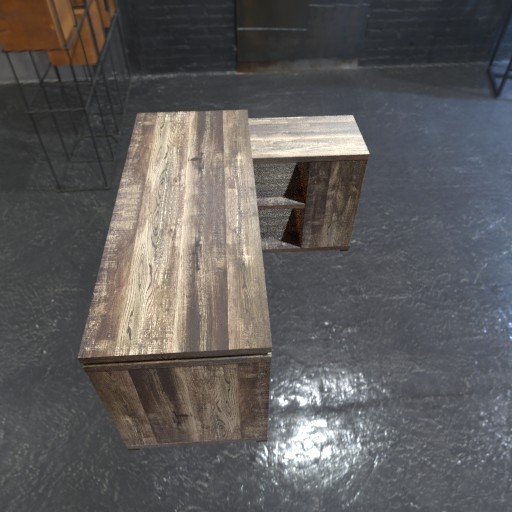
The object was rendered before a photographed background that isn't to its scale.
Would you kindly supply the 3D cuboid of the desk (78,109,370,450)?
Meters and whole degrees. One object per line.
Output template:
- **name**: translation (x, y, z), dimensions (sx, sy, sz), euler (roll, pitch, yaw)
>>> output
- **desk**: translation (0.000, 0.000, 2.189), dimensions (1.200, 0.753, 1.524), euler (-3, 46, -3)
